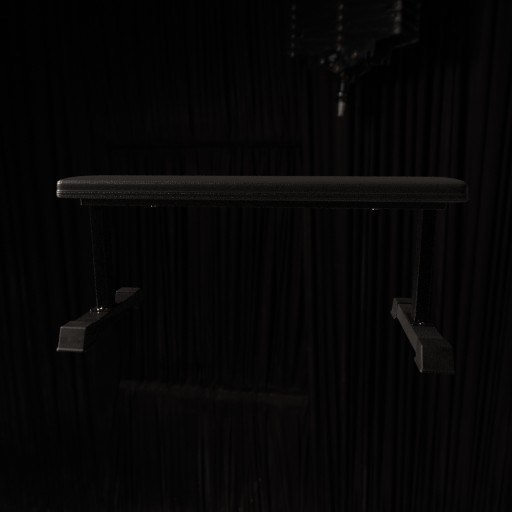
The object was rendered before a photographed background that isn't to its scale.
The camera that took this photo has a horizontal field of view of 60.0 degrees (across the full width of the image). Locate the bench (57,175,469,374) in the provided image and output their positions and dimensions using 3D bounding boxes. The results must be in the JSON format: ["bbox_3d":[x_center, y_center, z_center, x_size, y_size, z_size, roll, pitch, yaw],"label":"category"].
[{"bbox_3d":[0.000,0.000,1.281,1.072,0.453,0.439,2,12,7],"label":"bench"}]
